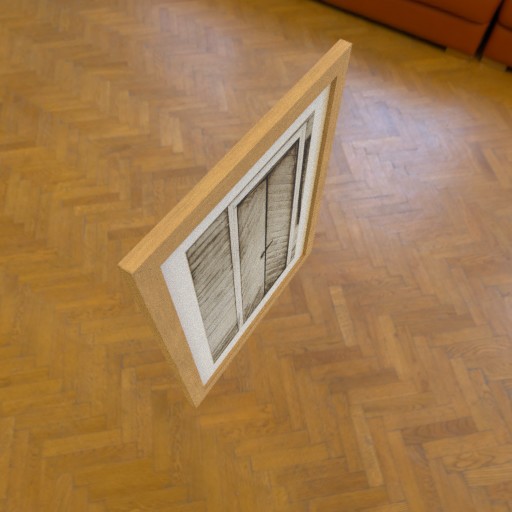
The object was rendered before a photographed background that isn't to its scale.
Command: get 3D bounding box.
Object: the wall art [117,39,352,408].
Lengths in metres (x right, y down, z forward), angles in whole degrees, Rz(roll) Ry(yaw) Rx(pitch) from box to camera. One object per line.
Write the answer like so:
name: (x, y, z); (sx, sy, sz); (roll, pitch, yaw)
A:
wall art: (0.000, 0.000, 0.776); (0.020, 0.561, 0.460); (30, 63, 17)
